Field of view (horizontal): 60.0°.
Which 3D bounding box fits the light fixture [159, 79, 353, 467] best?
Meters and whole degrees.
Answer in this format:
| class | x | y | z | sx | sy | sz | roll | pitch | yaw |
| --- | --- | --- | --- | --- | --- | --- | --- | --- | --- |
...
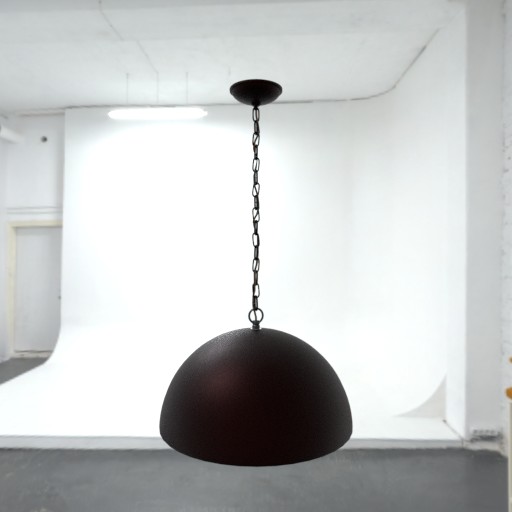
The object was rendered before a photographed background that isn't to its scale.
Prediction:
| class | x | y | z | sx | sy | sz | roll | pitch | yaw |
| --- | --- | --- | --- | --- | --- | --- | --- | --- | --- |
| light fixture | 0.000 | 0.000 | 1.155 | 0.492 | 0.869 | 0.492 | 0 | -1 | -19 |
